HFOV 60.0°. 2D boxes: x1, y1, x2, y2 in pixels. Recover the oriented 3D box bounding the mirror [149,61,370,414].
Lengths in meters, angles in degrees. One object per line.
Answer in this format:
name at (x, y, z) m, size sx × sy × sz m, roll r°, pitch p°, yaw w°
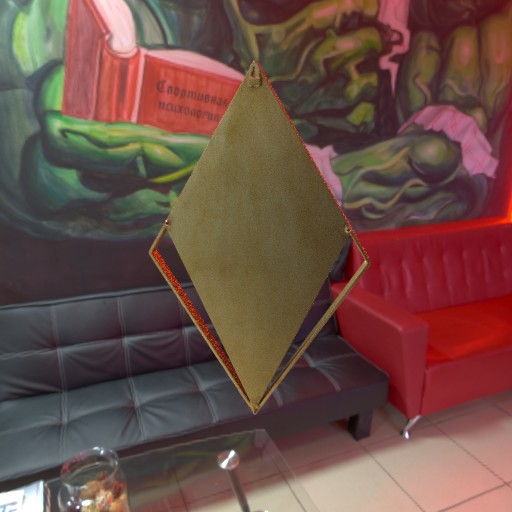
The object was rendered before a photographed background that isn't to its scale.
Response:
mirror at (0.000, 0.000, 0.838) m, size 0.419 × 0.679 × 0.032 m, roll 3°, pitch 16°, yaw 9°
